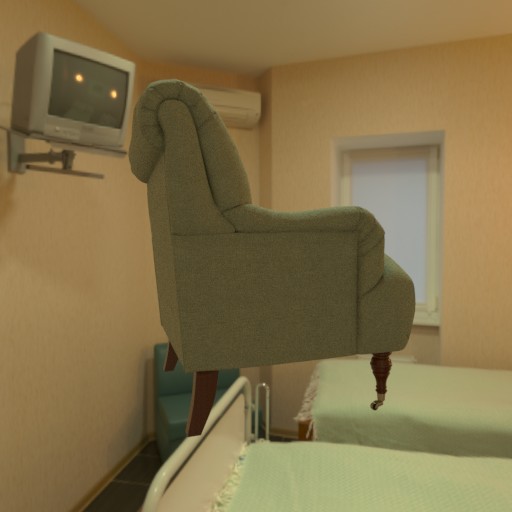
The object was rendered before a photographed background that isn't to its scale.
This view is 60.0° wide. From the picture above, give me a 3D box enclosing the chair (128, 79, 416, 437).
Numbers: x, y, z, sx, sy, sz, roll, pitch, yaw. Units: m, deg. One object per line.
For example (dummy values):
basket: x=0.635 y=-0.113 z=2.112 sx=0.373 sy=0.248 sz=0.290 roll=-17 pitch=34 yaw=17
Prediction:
chair: x=0.000 y=0.000 z=1.961 sx=1.060 sy=1.178 sz=0.964 roll=-1 pitch=2 yaw=-17
